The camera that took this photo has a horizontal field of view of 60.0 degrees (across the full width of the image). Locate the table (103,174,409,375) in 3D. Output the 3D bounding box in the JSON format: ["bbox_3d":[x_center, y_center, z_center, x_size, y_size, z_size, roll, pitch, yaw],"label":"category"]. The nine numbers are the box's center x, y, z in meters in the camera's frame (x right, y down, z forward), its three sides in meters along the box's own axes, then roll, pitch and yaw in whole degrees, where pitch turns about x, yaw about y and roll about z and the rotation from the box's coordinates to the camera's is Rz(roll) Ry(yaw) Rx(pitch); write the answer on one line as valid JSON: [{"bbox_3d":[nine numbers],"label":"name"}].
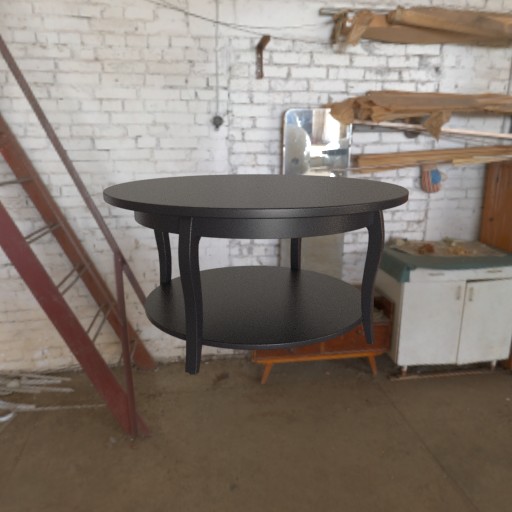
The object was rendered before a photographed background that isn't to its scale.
[{"bbox_3d":[0.000,0.000,1.454,0.914,0.457,0.914,0,15,0],"label":"table"}]
